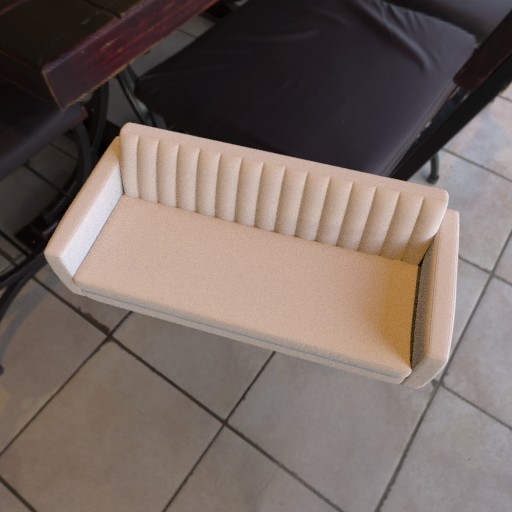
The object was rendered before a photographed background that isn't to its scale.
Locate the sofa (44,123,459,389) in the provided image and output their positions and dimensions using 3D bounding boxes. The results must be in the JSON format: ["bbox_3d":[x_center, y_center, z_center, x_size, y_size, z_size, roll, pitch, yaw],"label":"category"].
[{"bbox_3d":[0.000,0.000,2.742,2.291,0.821,0.990,14,60,8],"label":"sofa"}]
